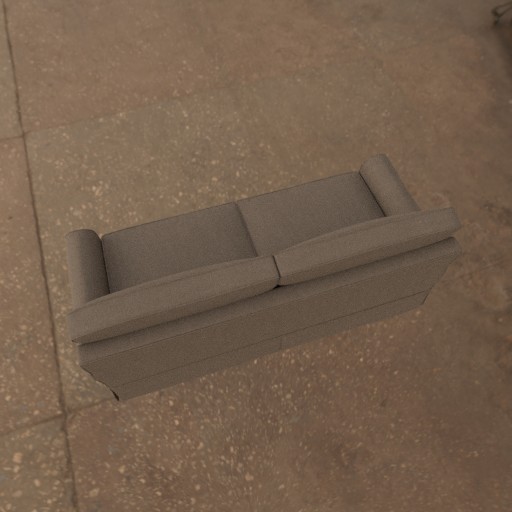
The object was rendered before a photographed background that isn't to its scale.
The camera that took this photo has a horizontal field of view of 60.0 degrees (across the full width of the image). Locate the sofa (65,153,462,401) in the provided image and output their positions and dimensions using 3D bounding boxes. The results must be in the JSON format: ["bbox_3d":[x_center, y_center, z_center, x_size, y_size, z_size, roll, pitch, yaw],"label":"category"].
[{"bbox_3d":[0.000,0.000,2.785,2.248,0.943,0.991,-15,60,-9],"label":"sofa"}]
